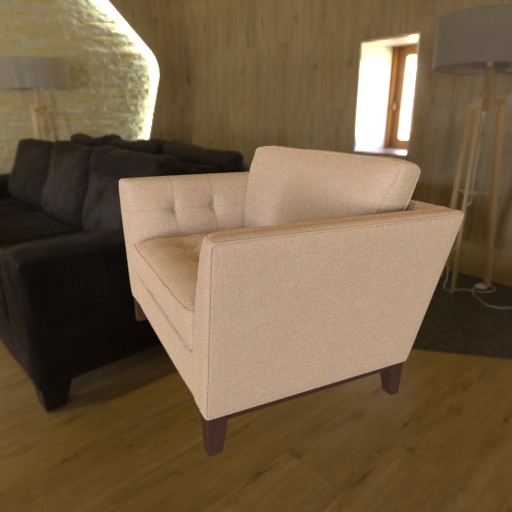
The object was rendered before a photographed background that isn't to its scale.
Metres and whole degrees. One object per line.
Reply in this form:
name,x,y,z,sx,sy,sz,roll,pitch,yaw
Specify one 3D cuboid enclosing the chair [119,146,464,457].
chair,0.000,0.000,2.040,0.965,0.940,1.397,-8,19,-25
